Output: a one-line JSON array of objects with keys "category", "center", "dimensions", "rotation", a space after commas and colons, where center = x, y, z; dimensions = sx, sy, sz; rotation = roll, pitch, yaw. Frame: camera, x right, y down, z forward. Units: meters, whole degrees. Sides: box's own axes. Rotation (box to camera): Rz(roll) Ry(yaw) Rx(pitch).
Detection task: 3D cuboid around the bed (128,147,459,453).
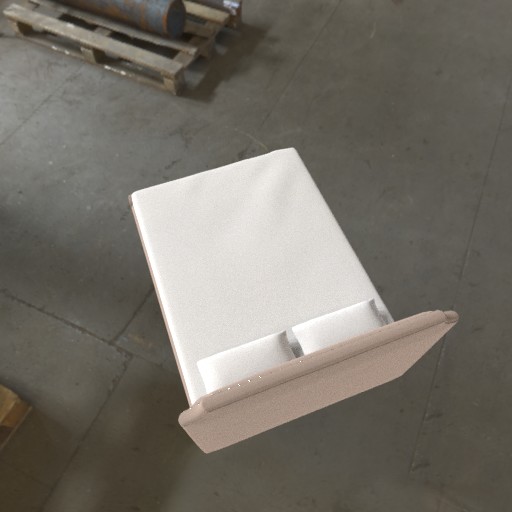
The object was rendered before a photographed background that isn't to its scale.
[{"category": "bed", "center": [0.000, 0.000, 3.515], "dimensions": [1.713, 1.443, 2.372], "rotation": [-18, 61, -10]}]
